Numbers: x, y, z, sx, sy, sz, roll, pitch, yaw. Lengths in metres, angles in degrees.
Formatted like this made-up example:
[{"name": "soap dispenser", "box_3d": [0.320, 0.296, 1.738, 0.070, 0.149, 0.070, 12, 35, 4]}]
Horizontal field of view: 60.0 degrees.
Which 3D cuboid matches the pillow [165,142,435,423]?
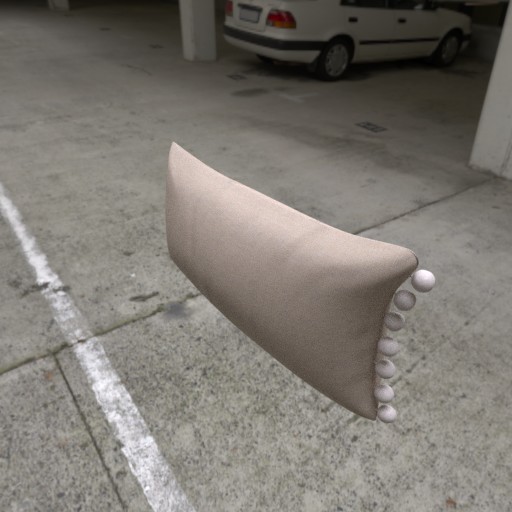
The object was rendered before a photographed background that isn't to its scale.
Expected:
[{"name": "pillow", "box_3d": [0.000, 0.000, 0.856, 0.201, 0.322, 0.709, -21, 37, -31]}]
